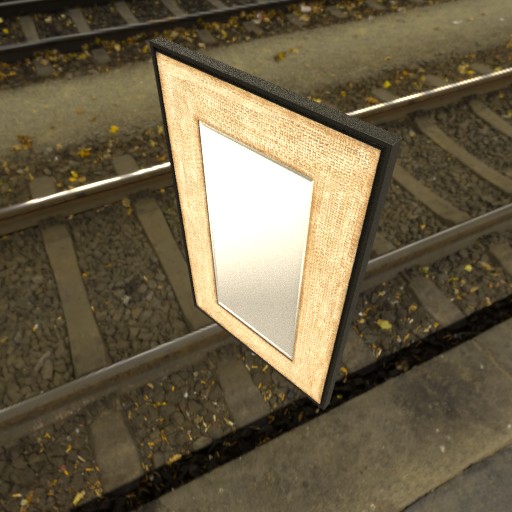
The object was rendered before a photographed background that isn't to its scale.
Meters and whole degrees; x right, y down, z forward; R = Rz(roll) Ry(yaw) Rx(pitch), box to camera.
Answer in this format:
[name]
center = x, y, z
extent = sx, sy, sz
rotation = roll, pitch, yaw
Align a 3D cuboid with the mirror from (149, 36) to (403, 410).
[mirror]
center = 0.000, 0.000, 1.500
extent = 0.762, 1.219, 0.038
rotation = 34, 55, 27
